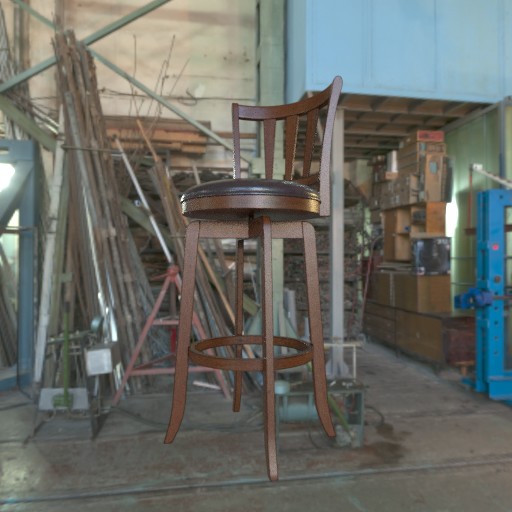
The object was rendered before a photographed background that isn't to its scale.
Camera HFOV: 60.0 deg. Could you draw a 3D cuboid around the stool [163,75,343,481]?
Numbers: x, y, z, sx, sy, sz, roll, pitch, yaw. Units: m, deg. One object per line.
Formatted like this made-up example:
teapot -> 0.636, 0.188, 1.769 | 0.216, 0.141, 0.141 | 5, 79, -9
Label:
stool -> 0.000, 0.000, 1.449 | 0.464, 1.177, 0.503 | 0, 0, 35
